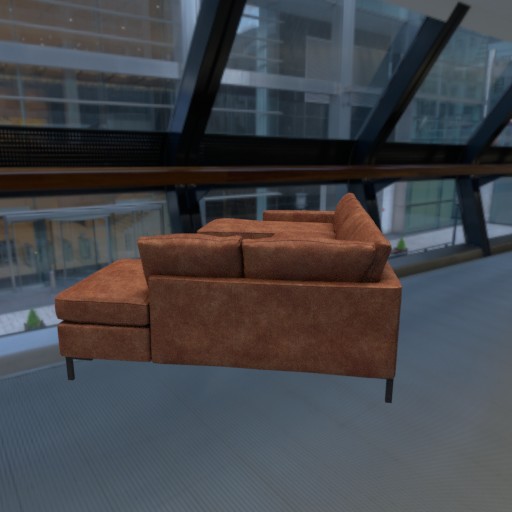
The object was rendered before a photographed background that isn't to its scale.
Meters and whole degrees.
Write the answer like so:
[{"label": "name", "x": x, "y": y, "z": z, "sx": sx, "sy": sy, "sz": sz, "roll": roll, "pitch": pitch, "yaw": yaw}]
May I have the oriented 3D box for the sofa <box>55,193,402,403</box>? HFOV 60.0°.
[{"label": "sofa", "x": 0.000, "y": 0.000, "z": 3.815, "sx": 1.939, "sy": 0.900, "sz": 2.956, "roll": 2, "pitch": 14, "yaw": 8}]
